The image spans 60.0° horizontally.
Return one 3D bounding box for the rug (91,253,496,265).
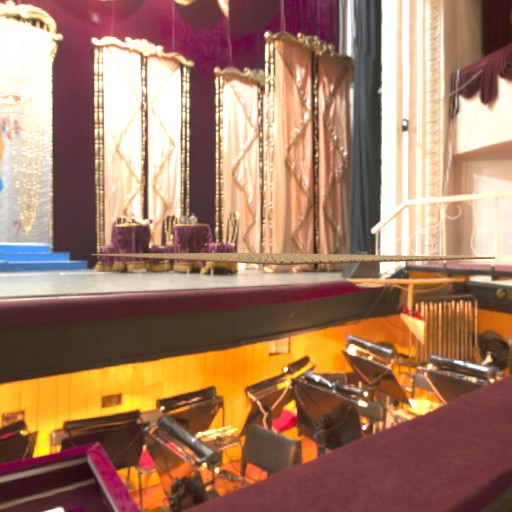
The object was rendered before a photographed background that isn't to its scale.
[{"bbox_3d":[0.000,0.000,2.997,1.517,0.011,2.435,-1,1,-35],"label":"rug"}]
